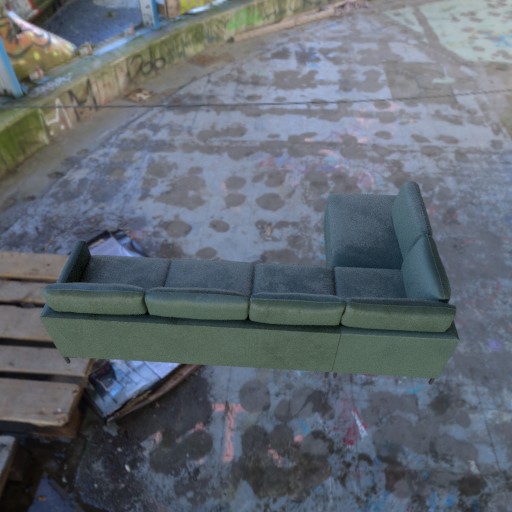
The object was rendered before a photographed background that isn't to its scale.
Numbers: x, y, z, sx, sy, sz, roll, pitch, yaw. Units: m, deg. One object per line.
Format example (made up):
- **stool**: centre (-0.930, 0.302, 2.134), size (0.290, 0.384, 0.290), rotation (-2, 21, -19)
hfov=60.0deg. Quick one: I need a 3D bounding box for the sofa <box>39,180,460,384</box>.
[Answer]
- **sofa**: centre (0.000, 0.000, 4.375), size (3.384, 0.996, 2.048), rotation (3, 46, 3)
